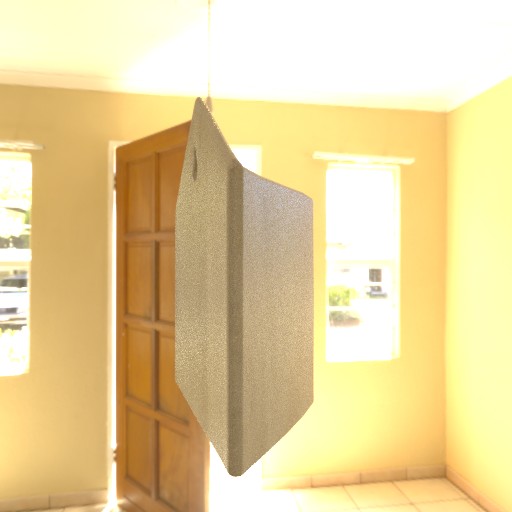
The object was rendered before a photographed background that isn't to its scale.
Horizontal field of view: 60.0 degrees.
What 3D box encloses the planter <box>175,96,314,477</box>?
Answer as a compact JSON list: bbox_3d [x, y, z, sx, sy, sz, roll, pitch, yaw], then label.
[{"bbox_3d":[0.000,0.000,0.281,0.080,0.194,0.163,0,0,-19],"label":"planter"}]
